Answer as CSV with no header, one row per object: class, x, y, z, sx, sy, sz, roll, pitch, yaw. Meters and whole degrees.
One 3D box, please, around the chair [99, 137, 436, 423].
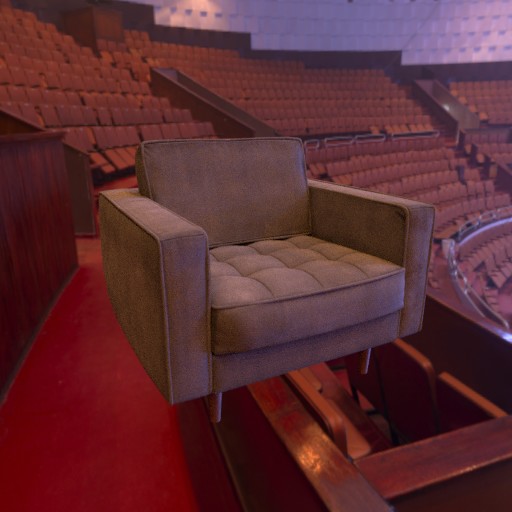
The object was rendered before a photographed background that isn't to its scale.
chair,0.000,0.000,1.530,0.928,0.773,0.843,-9,19,-27
